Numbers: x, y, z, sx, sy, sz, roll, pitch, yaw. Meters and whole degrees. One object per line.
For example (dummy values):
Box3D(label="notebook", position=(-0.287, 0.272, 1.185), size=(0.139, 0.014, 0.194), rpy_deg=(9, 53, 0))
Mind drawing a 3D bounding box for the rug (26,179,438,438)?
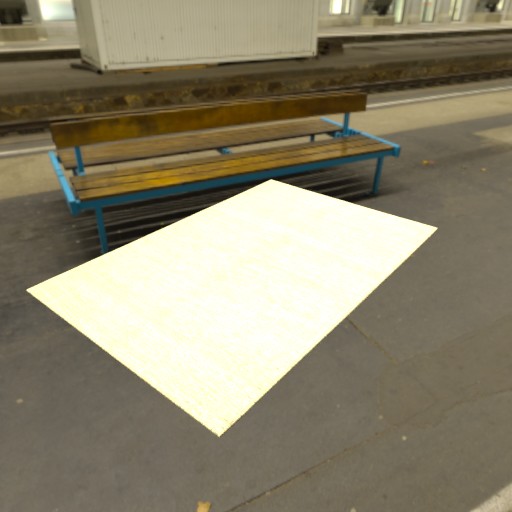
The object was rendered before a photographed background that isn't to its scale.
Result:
Box3D(label="rug", position=(0.000, 0.000, 2.332), size=(1.250, 0.015, 1.850), rpy_deg=(23, 37, 33))
